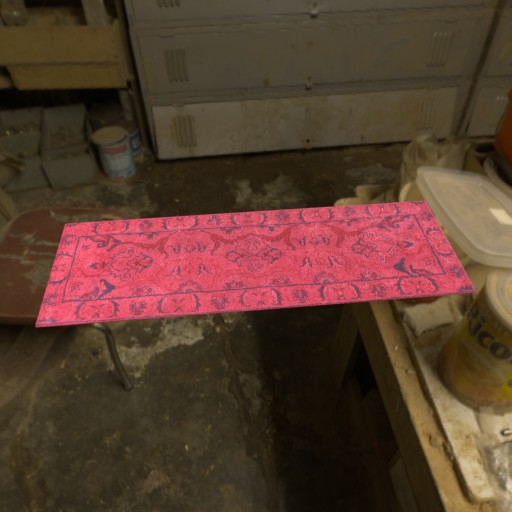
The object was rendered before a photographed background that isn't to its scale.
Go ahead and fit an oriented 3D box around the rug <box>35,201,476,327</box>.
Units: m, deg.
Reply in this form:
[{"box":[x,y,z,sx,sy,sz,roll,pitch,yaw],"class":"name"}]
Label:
[{"box":[0.000,0.000,2.713,2.439,0.018,0.813,-4,47,-4],"class":"rug"}]
